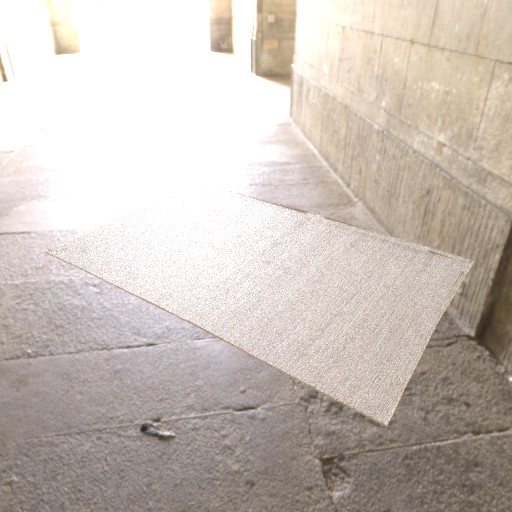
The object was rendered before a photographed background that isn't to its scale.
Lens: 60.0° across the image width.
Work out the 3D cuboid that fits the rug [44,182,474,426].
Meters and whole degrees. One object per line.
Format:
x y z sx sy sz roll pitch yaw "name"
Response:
0.000 0.000 2.216 1.820 0.022 1.179 20 36 30 "rug"
